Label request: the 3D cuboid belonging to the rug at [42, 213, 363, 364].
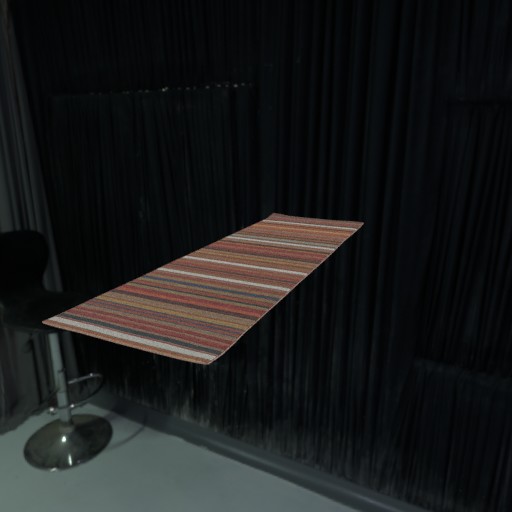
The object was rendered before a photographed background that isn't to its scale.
[{"bbox_3d":[0.000,0.000,2.706,0.799,0.030,2.444,8,18,24],"label":"rug"}]
